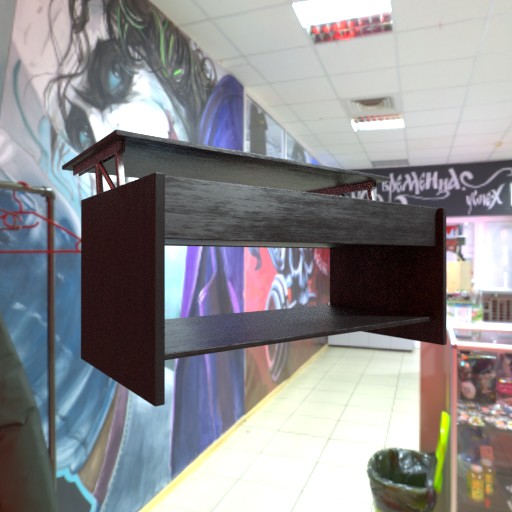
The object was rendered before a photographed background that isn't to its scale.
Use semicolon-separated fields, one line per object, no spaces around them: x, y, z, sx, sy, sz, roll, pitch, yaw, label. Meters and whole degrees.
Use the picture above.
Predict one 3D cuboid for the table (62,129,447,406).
0.000;0.000;1.412;1.000;0.570;0.712;0;0;-37;table
